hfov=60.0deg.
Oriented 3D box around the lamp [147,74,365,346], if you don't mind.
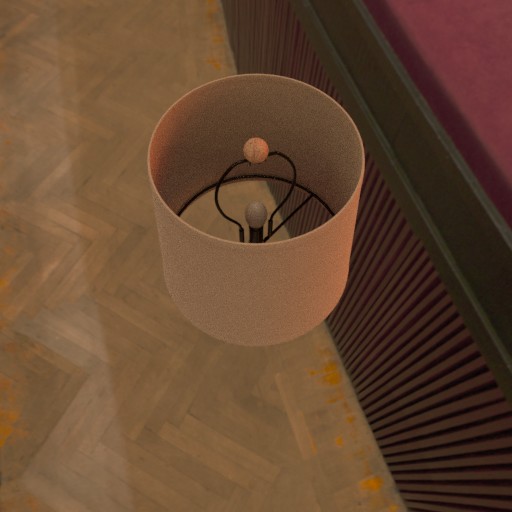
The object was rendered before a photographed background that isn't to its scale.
[{"bbox_3d":[0.000,0.000,0.656,0.273,0.497,0.273,0,63,0],"label":"lamp"}]
